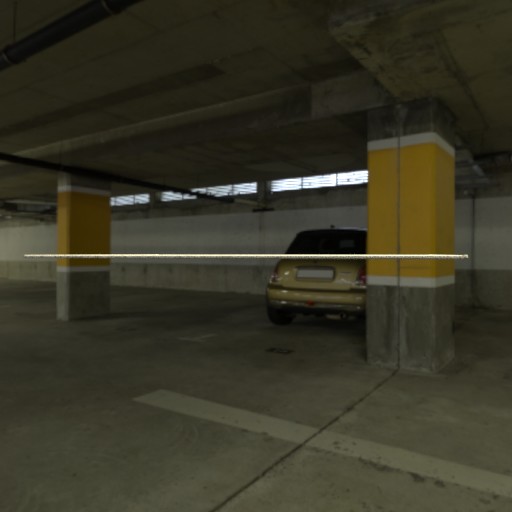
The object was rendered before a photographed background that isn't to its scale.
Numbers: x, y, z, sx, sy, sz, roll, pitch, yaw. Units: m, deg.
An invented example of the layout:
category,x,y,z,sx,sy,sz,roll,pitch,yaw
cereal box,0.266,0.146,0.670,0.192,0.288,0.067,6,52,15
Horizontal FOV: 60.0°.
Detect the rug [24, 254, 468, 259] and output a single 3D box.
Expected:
category,x,y,z,sx,sy,sz,roll,pitch,yaw
rug,0.000,0.000,2.315,1.832,0.016,1.224,0,0,16
